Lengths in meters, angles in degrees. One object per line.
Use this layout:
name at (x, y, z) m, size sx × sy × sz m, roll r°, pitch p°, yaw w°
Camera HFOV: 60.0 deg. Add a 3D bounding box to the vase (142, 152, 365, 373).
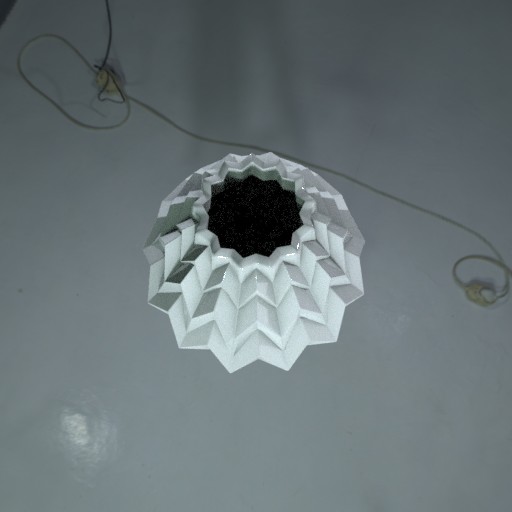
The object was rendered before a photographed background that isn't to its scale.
vase at (0.000, 0.000, 0.314) m, size 0.164 × 0.185 × 0.164 m, roll 0°, pitch 75°, yaw 0°
